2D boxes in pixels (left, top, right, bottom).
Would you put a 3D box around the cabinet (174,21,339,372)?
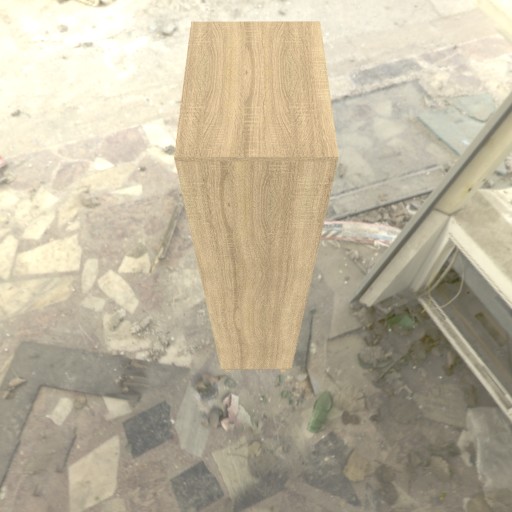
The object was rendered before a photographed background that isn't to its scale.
[{"bbox_3d":[0.000,0.000,2.012,0.400,1.850,0.570,0,59,0],"label":"cabinet"}]
